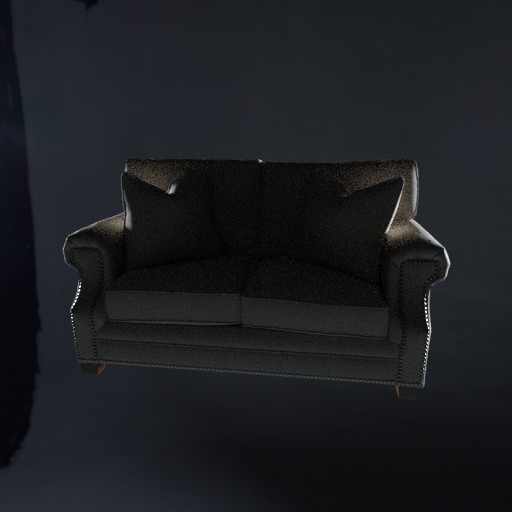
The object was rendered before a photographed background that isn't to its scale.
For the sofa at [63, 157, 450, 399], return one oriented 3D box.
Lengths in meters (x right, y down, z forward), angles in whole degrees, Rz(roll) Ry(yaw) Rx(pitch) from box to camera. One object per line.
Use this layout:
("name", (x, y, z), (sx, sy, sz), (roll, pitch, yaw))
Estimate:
("sofa", (0.000, 0.000, 2.266), (1.701, 0.966, 0.966), (2, 14, 8))
